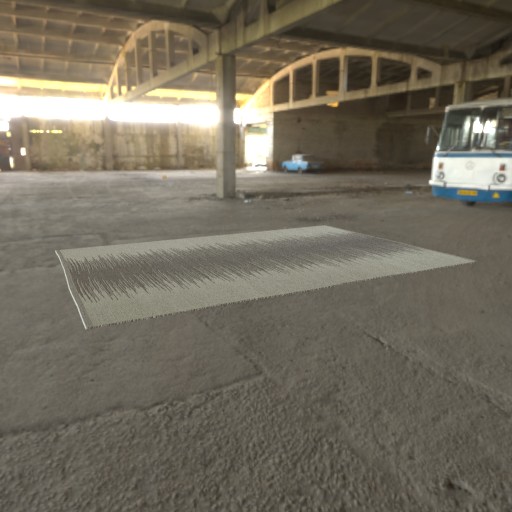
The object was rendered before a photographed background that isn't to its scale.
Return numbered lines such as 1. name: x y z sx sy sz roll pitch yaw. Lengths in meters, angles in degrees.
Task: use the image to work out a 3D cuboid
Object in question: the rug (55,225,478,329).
1. rug: 0.000 0.000 2.278 1.815 0.007 1.226 -7 15 -27
